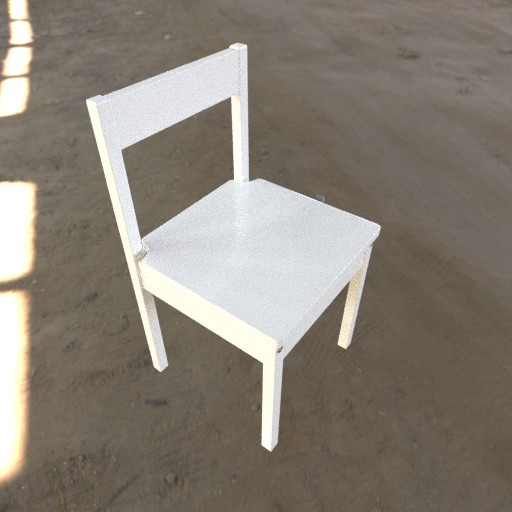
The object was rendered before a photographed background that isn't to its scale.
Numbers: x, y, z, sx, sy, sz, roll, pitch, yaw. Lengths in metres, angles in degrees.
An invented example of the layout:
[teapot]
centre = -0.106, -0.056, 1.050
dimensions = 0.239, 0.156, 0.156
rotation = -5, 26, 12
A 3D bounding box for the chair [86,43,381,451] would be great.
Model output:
[chair]
centre = 0.000, 0.000, 0.893
dimensions = 0.361, 0.668, 0.367
rotation = 26, 47, 27
